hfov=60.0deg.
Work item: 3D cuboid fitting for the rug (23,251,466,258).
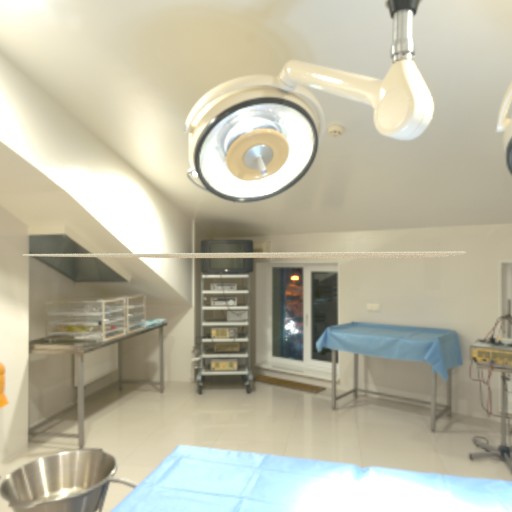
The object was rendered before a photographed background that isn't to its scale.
[{"bbox_3d":[0.000,0.000,2.305,1.827,0.008,1.225,0,-1,17],"label":"rug"}]
